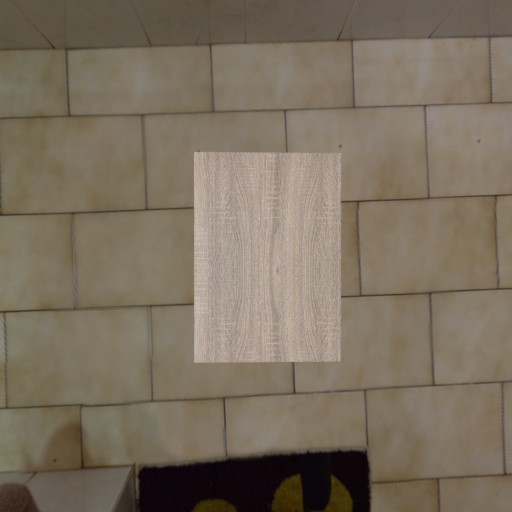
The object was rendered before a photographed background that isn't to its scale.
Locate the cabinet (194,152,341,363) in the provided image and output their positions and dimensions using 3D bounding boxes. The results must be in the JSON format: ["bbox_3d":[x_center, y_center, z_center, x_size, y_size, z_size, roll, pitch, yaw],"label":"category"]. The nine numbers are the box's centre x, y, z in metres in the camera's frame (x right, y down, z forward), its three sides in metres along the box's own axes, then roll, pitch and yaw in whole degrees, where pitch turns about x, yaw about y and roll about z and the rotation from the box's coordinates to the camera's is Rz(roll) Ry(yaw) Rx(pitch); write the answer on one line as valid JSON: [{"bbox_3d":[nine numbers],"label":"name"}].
[{"bbox_3d":[0.000,0.000,2.130,0.400,1.850,0.570,0,90,-2],"label":"cabinet"}]
